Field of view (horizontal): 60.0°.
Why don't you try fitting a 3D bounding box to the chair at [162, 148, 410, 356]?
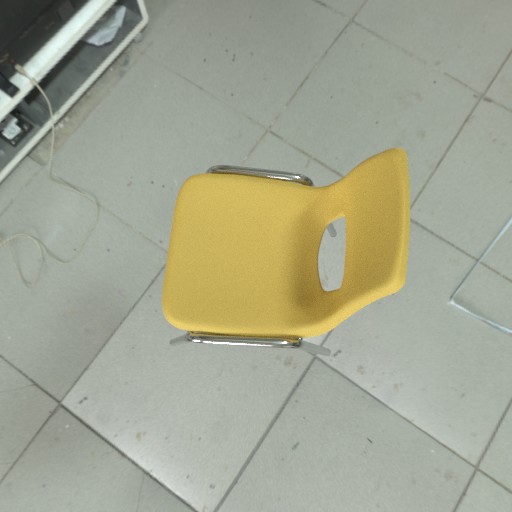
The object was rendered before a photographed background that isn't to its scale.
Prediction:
[{"bbox_3d":[0.000,0.000,0.930,0.436,0.653,0.381,5,76,1],"label":"chair"}]
